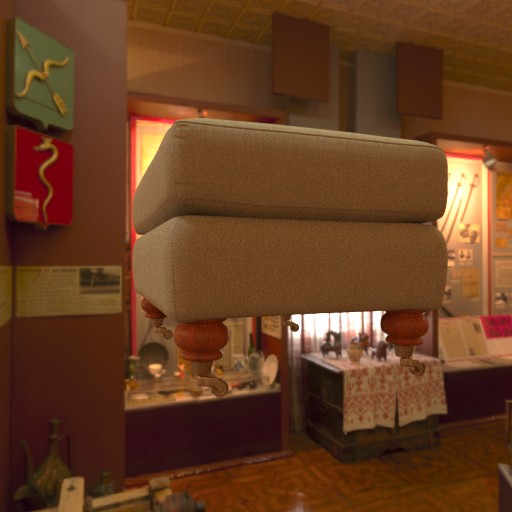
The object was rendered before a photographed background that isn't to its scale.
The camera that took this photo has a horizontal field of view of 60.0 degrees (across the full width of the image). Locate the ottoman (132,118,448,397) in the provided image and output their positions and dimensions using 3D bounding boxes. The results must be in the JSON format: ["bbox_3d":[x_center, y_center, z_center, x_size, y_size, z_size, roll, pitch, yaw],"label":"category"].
[{"bbox_3d":[0.000,0.000,1.127,0.569,0.499,0.773,0,-1,-20],"label":"ottoman"}]
